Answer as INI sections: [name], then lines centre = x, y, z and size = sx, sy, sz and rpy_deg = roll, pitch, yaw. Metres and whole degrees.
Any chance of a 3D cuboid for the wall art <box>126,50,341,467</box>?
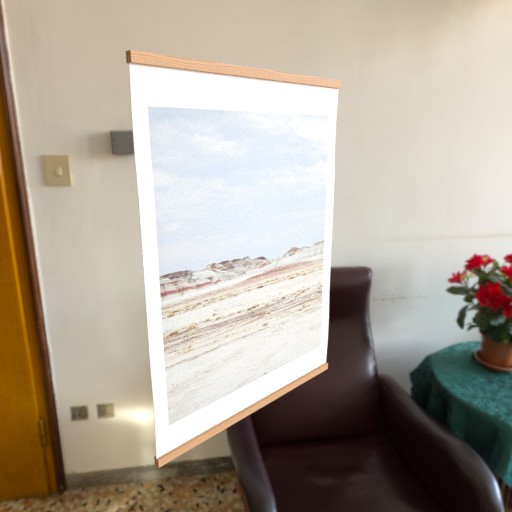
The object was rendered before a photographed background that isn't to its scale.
[wall art]
centre = 0.000, 0.000, 1.295
size = 0.739, 1.016, 0.020
rpy_deg = -14, 21, -43
